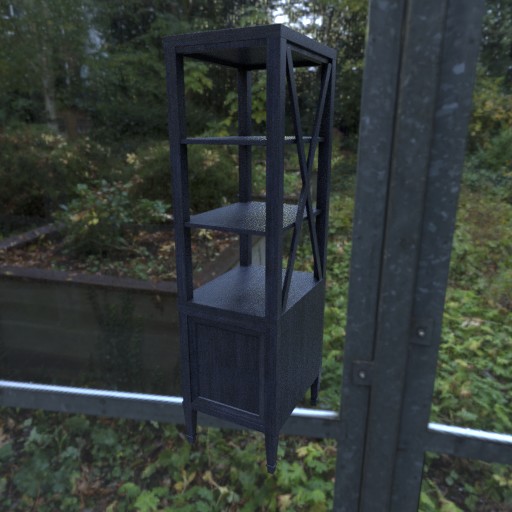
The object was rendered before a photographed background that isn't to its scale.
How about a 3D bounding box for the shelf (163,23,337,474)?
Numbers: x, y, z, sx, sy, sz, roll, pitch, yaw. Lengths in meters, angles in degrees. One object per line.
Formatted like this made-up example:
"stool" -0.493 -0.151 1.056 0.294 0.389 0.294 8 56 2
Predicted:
"shelf" 0.000 0.000 1.977 0.472 1.727 0.584 8 18 26
